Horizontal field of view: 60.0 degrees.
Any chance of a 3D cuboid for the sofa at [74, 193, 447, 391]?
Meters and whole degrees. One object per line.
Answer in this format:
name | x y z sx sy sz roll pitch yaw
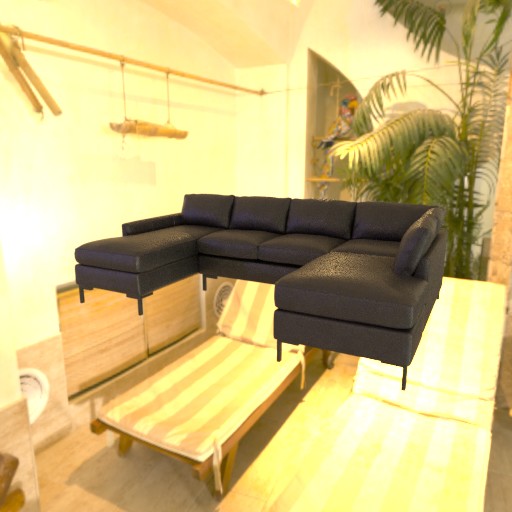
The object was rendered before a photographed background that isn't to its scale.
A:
sofa | 0.000 0.000 3.885 2.956 0.900 1.939 7 14 27
